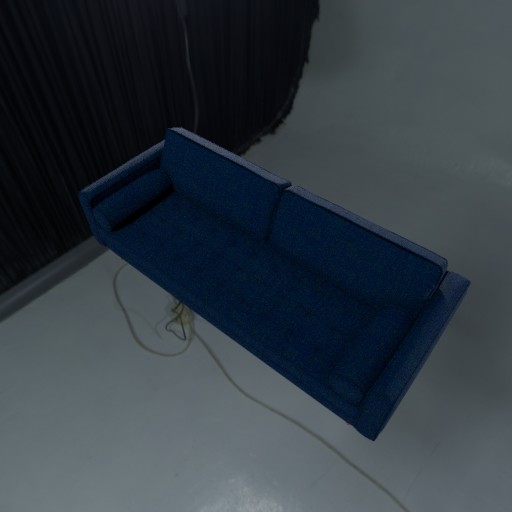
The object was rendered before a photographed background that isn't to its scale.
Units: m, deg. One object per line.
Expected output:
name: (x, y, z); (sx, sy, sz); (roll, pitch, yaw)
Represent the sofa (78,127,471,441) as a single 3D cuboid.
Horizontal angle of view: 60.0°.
sofa: (0.000, 0.000, 2.689); (2.210, 0.762, 0.914); (31, 56, 25)
